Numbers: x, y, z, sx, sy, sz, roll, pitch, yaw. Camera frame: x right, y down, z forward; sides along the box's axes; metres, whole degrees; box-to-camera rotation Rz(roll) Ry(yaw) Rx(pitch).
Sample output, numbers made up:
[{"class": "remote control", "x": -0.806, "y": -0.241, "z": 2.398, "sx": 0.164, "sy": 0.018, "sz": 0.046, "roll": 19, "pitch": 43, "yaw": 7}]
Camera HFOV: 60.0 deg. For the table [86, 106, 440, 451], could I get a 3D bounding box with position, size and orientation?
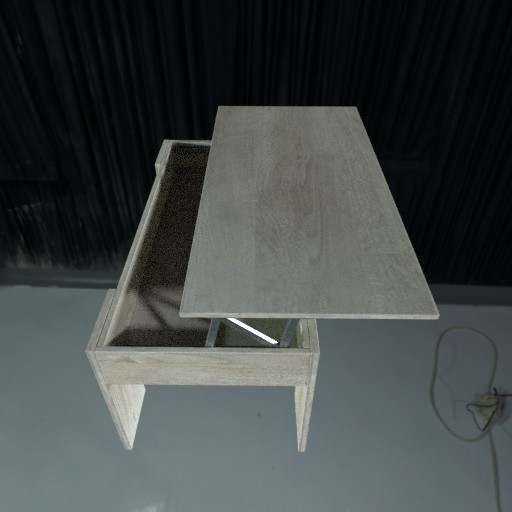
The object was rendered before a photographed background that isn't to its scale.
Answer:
[{"class": "table", "x": 0.000, "y": 0.000, "z": 1.409, "sx": 0.711, "sy": 0.570, "sz": 1.000, "roll": 0, "pitch": 41, "yaw": 0}]
